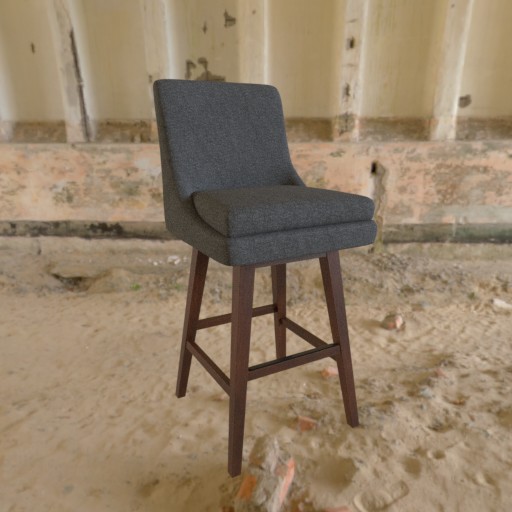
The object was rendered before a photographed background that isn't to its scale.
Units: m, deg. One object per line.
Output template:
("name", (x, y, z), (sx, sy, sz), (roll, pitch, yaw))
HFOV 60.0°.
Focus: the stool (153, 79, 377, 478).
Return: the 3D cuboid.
("stool", (0.000, 0.000, 1.391), (0.489, 1.068, 0.572), (-9, 18, -28))
